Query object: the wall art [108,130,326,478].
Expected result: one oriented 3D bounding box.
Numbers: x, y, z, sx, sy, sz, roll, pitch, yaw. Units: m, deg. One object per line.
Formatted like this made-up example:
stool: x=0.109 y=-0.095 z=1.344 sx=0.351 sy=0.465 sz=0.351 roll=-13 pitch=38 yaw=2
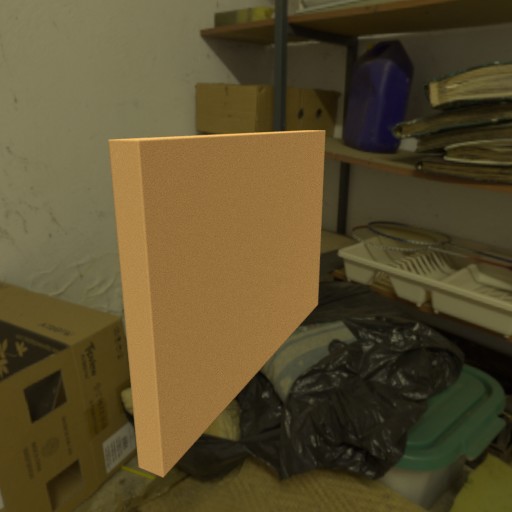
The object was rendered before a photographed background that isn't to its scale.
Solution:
wall art: x=0.000 y=0.000 z=0.764 sx=0.039 sy=0.407 sz=0.609 roll=8 pitch=19 yaw=25
